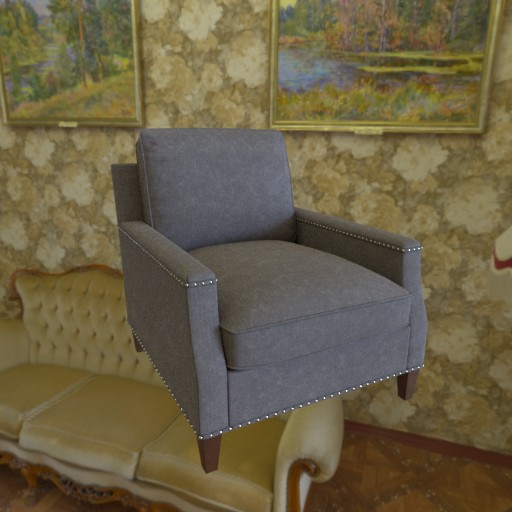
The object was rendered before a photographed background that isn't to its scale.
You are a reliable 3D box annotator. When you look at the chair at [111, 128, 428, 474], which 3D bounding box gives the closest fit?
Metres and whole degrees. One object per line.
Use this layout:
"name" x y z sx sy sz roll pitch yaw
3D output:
"chair" 0.000 0.000 1.691 0.853 0.948 1.014 -8 17 -27
